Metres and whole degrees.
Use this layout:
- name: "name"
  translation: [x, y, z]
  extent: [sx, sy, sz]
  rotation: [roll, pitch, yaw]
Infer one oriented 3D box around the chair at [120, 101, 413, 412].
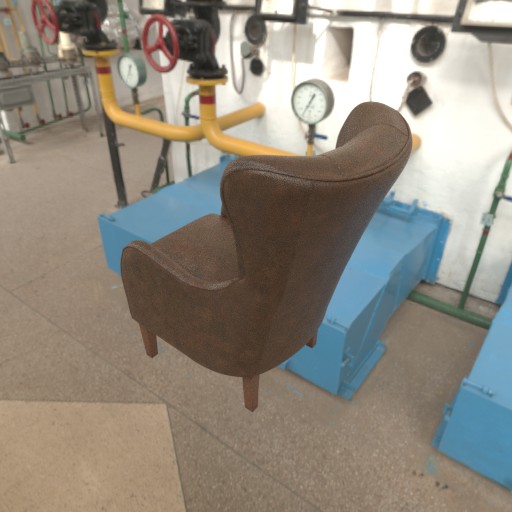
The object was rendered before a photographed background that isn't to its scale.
- name: "chair"
  translation: [0.000, 0.000, 1.617]
  extent: [0.914, 1.048, 0.692]
  rotation: [23, 39, 31]
